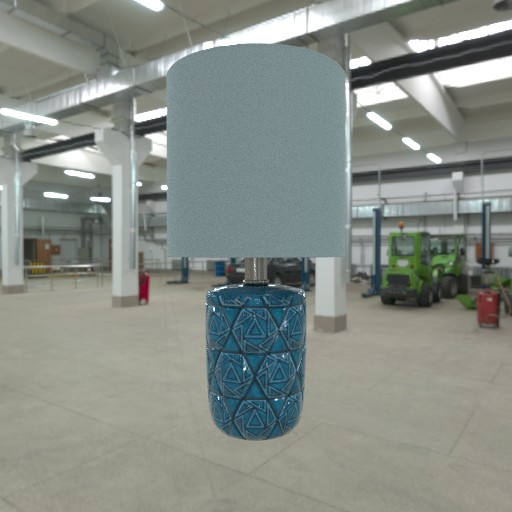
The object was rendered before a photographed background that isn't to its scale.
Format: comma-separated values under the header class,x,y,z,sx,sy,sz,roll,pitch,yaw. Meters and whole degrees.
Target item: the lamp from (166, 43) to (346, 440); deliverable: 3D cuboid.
class,x,y,z,sx,sy,sz,roll,pitch,yaw
lamp,0.000,0.000,0.488,0.193,0.377,0.193,0,1,0
